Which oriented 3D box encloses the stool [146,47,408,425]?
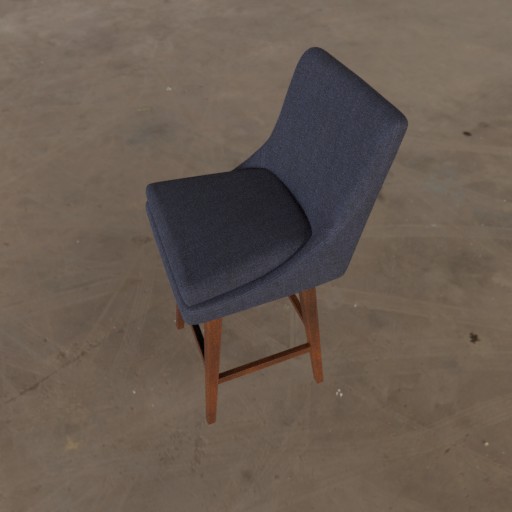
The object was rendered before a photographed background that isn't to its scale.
[{"bbox_3d":[0.000,0.000,1.395,0.572,1.068,0.489,-16,49,-15],"label":"stool"}]
